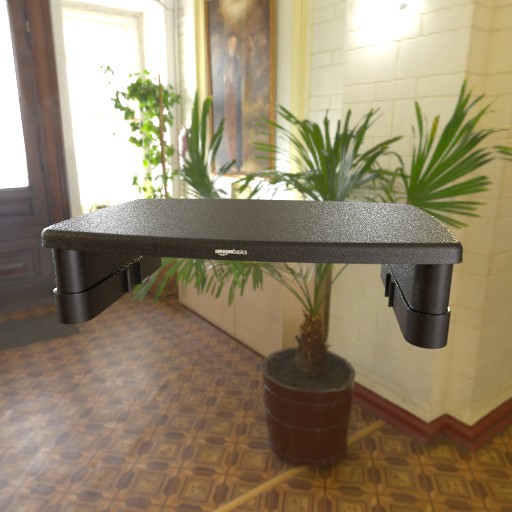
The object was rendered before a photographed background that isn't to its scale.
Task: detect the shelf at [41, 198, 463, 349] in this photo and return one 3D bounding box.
[{"bbox_3d":[0.000,0.000,0.527,0.410,0.100,0.280,2,15,9],"label":"shelf"}]
